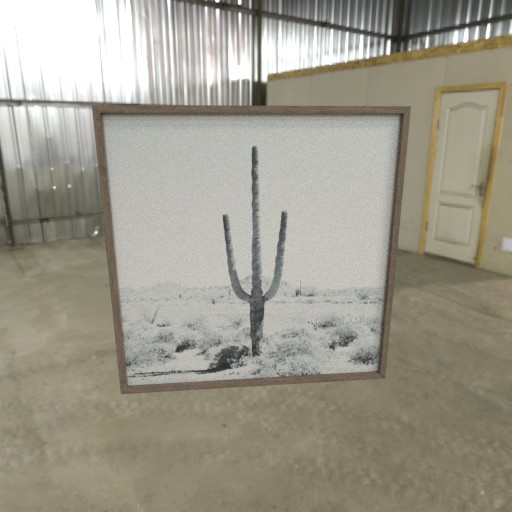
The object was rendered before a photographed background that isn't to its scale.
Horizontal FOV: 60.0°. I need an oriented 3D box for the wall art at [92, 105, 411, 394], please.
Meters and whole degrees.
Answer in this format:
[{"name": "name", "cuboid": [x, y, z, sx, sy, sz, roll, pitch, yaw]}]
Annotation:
[{"name": "wall art", "cuboid": [0.000, 0.000, 0.793, 0.508, 0.508, 0.038, -2, 17, -6]}]
